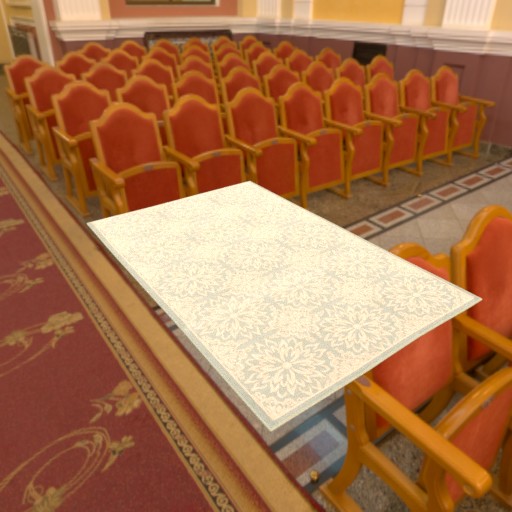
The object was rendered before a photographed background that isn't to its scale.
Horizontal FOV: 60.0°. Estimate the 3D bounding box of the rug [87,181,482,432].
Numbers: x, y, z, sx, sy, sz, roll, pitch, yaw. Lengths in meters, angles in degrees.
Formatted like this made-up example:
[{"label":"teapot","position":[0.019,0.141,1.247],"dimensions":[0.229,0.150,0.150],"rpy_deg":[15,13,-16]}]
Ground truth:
[{"label":"rug","position":[0.000,0.000,2.355],"dimensions":[1.219,0.012,1.840],"rpy_deg":[-20,36,-30]}]
